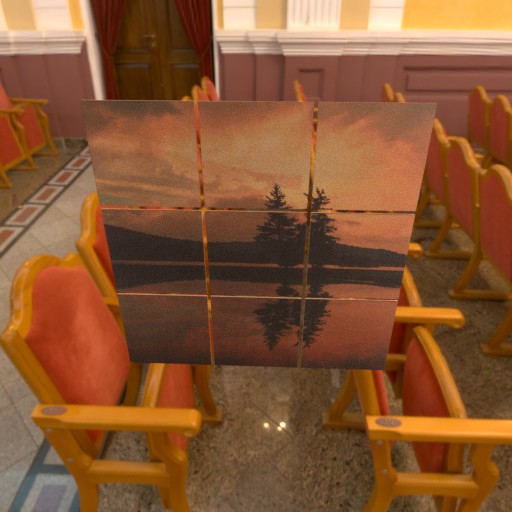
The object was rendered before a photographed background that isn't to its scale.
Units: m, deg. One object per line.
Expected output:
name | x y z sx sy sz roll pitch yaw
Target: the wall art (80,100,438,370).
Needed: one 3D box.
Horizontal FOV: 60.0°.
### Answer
wall art | 0.000 0.000 2.273 1.520 1.525 0.013 1 30 2
